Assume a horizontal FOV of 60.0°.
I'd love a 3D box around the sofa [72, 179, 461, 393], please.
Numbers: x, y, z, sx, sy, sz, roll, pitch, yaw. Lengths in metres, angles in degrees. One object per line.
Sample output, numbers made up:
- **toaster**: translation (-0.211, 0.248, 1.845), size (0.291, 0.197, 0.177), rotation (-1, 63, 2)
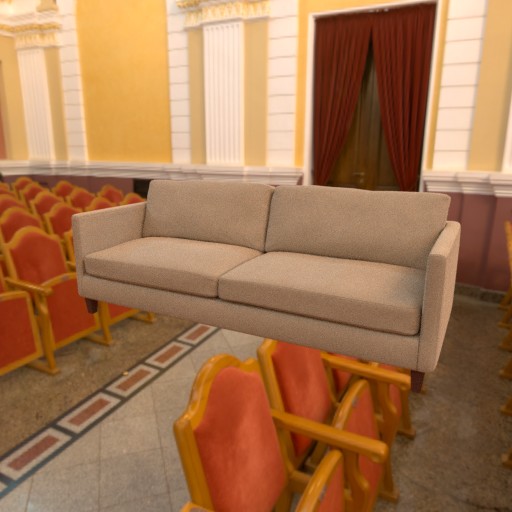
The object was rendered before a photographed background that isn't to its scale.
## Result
- **sofa**: translation (0.000, 0.000, 2.946), size (2.404, 0.912, 0.988), rotation (7, 16, 27)
